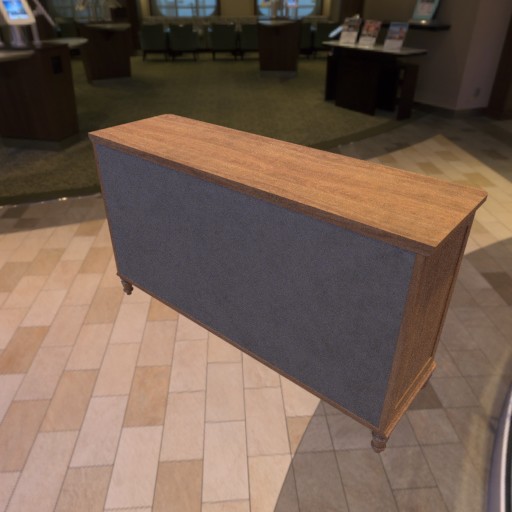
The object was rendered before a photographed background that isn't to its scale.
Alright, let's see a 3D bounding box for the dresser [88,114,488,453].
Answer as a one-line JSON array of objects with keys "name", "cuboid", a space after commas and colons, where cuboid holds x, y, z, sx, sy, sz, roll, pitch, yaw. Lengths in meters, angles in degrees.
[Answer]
[{"name": "dresser", "cuboid": [0.000, 0.000, 1.940, 1.583, 0.892, 0.468, 24, 38, 33]}]
